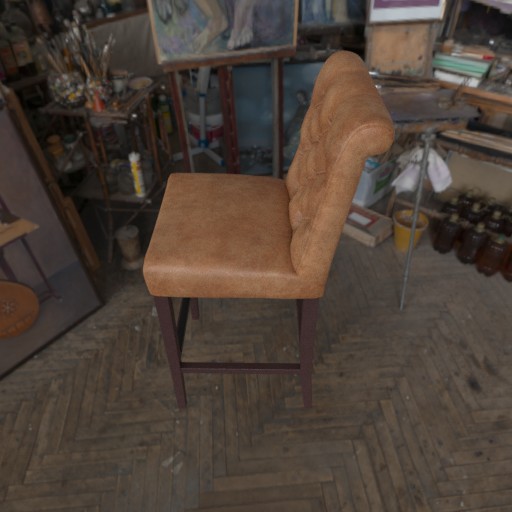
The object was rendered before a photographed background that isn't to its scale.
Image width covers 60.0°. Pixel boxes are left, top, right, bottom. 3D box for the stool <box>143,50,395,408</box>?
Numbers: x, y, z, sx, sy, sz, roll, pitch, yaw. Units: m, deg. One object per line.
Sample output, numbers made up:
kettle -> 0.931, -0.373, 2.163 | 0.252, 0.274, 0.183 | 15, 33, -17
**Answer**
stool -> 0.000, 0.000, 1.440 | 0.601, 1.140, 0.493 | 1, 42, 1
